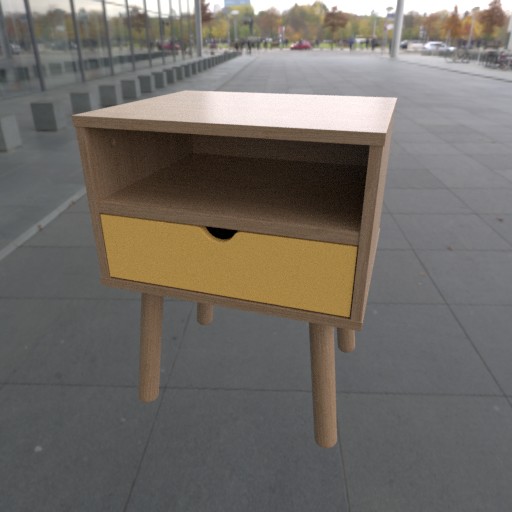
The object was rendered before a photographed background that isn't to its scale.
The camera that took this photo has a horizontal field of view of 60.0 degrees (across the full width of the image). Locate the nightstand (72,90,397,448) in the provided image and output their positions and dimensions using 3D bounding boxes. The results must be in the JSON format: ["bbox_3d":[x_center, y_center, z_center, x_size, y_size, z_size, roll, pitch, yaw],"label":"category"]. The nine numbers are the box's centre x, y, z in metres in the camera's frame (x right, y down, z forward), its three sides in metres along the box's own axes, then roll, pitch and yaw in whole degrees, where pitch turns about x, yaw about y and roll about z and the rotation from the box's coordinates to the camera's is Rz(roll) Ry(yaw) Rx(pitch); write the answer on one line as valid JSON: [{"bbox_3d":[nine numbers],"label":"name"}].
[{"bbox_3d":[0.000,0.000,0.880,0.450,0.571,0.380,8,27,16],"label":"nightstand"}]
